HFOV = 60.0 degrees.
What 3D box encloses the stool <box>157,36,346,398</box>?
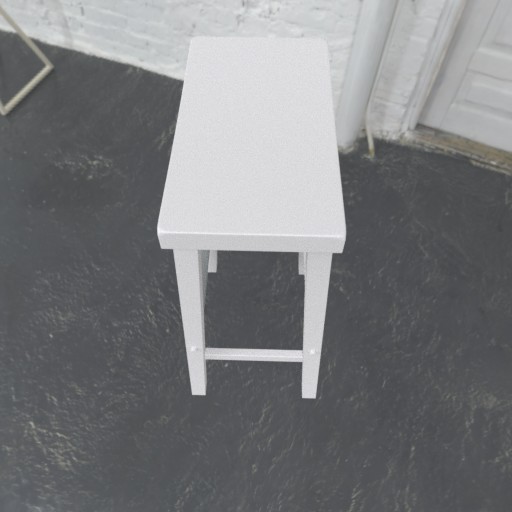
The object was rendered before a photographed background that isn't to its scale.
[{"bbox_3d":[0.000,0.000,0.953,0.322,0.742,0.406,1,58,1],"label":"stool"}]
